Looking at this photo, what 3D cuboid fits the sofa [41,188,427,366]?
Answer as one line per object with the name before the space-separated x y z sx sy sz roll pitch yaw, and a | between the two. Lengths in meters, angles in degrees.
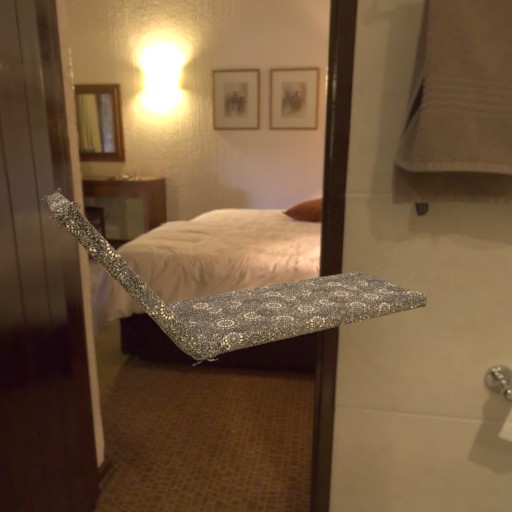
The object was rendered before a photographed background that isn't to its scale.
sofa | 0.000 0.000 1.976 1.663 0.622 0.582 -7 15 -27
